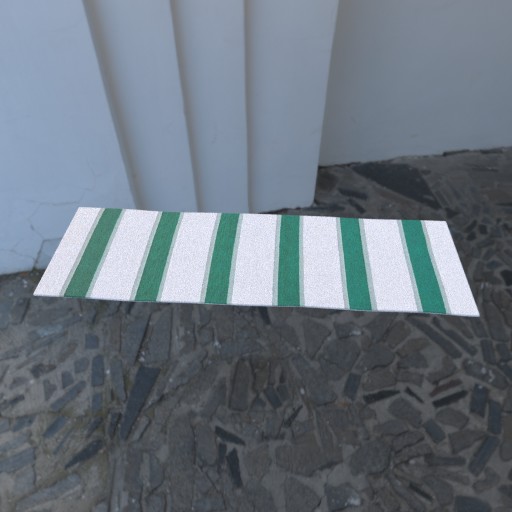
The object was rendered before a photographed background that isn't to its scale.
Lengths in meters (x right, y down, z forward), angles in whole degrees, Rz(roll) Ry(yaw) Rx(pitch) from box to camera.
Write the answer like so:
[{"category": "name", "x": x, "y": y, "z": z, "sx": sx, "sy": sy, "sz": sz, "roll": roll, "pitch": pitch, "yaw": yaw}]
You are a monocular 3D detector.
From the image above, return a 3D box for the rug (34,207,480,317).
[{"category": "rug", "x": 0.000, "y": 0.000, "z": 2.678, "sx": 2.438, "sy": 0.012, "sz": 0.768, "roll": 2, "pitch": 46, "yaw": 2}]
